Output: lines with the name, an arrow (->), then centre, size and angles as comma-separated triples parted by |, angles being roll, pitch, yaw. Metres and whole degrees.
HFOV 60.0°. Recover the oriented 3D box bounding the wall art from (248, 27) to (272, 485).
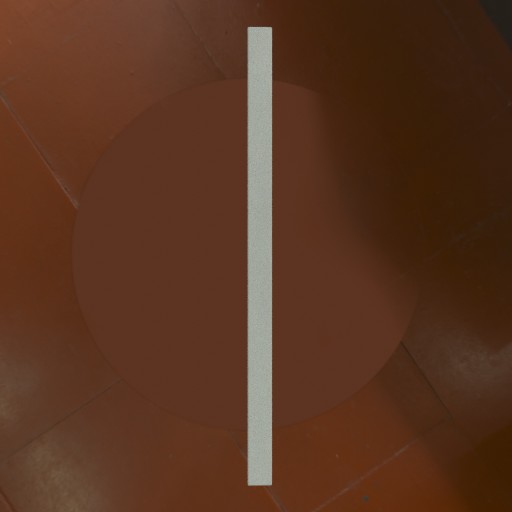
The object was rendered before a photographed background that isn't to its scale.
wall art -> 0.000, 0.000, 1.116 | 0.040, 0.762, 0.762 | 0, 90, -1
